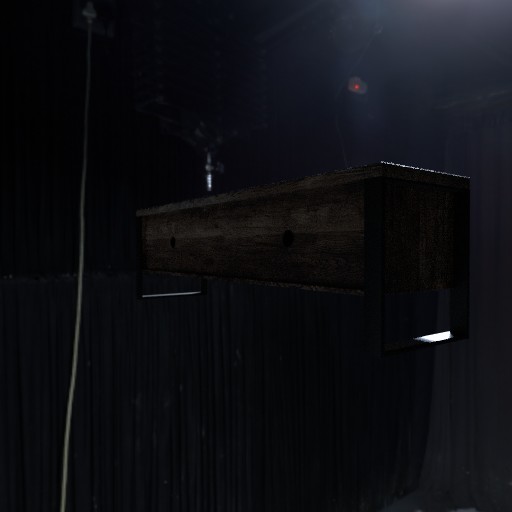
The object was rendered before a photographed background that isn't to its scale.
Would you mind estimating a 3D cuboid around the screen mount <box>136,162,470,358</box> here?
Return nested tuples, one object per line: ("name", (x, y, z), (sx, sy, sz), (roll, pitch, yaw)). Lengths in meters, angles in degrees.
("screen mount", (0.000, 0.000, 1.748), (0.395, 0.450, 1.524), (-1, 1, -36))
